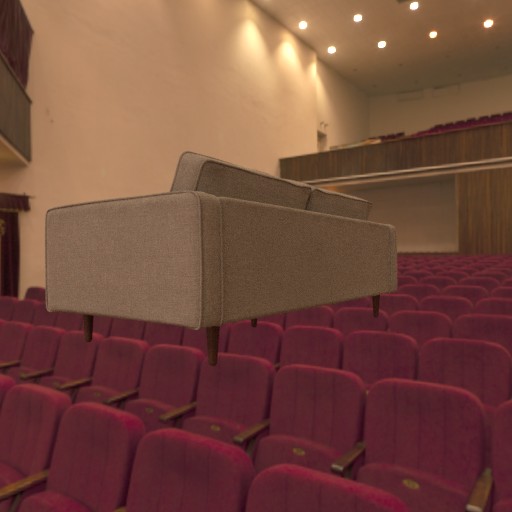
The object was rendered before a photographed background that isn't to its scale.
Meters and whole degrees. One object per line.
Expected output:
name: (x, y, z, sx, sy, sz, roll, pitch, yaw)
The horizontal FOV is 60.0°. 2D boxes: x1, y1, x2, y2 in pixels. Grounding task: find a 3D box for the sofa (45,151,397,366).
sofa: (0.000, 0.000, 2.369, 0.914, 0.762, 1.879, 0, 0, 36)
